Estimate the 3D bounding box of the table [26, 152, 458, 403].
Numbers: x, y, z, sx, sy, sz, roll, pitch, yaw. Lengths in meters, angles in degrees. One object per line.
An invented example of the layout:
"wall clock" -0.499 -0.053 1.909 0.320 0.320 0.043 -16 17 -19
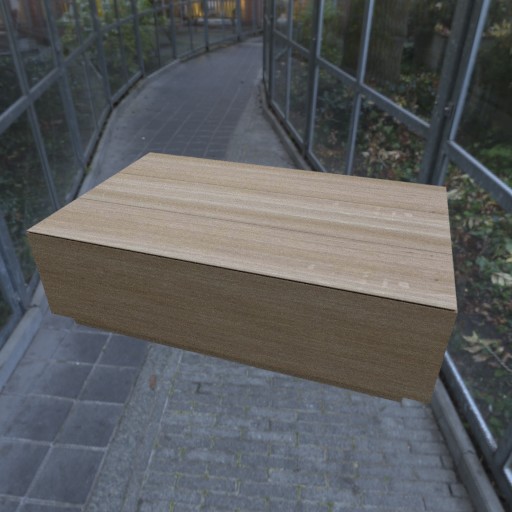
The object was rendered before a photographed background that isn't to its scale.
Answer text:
"table" 0.000 0.000 1.439 1.110 0.353 0.678 10 33 15
